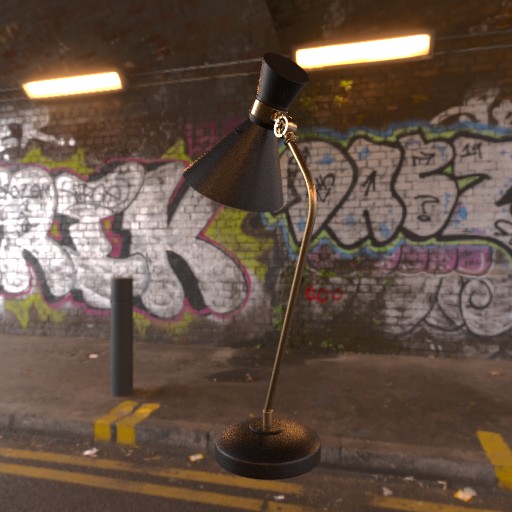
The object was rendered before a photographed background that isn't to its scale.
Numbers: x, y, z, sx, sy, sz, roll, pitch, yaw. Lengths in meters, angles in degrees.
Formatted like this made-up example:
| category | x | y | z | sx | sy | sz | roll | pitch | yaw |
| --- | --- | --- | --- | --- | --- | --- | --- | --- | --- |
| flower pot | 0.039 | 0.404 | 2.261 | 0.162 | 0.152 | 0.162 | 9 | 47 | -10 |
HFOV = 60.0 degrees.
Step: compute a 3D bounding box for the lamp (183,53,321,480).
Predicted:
| category | x | y | z | sx | sy | sz | roll | pitch | yaw |
| --- | --- | --- | --- | --- | --- | --- | --- | --- | --- |
| lamp | 0.000 | 0.000 | 0.750 | 0.189 | 0.647 | 0.292 | 0 | 1 | -35 |
